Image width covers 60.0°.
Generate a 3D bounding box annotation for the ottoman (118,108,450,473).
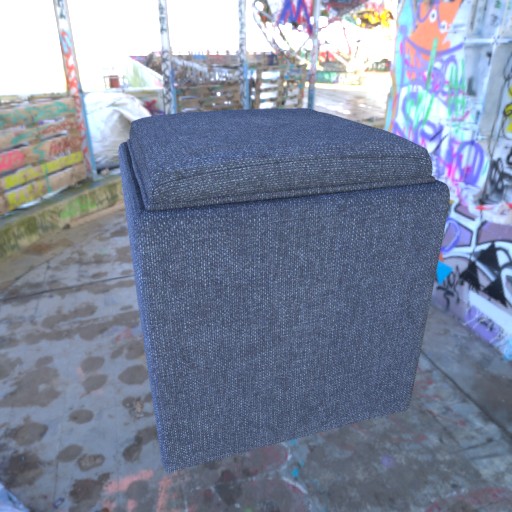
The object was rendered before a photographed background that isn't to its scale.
[{"bbox_3d":[0.000,0.000,0.821,0.436,0.493,0.454,-8,27,-16],"label":"ottoman"}]
